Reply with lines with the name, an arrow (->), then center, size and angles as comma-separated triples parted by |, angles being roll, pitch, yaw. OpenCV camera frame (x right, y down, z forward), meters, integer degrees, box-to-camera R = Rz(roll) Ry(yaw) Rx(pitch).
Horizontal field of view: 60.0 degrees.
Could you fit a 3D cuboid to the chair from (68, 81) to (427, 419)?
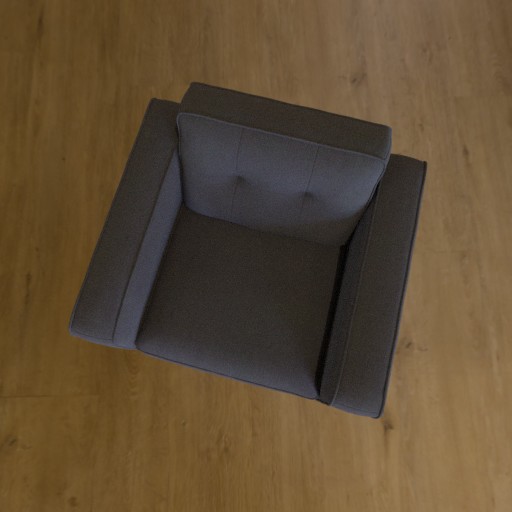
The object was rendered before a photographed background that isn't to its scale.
chair -> 0.000, 0.000, 1.740 | 1.118, 0.783, 0.953 | 14, 76, 4
